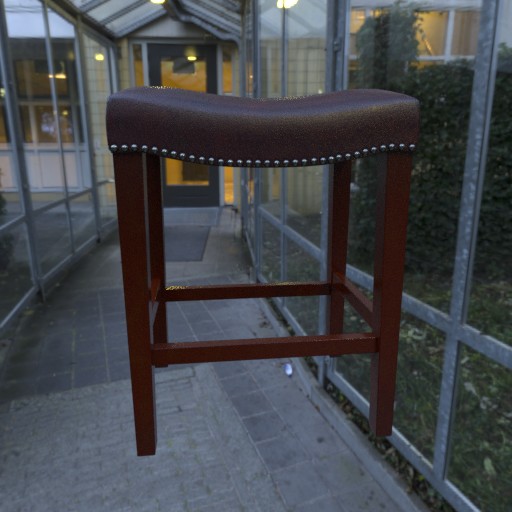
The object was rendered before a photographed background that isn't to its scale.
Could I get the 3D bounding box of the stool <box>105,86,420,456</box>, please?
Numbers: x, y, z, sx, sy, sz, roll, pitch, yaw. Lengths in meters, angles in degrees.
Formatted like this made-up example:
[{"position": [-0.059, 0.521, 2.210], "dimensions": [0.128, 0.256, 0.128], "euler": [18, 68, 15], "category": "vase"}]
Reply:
[{"position": [0.000, 0.000, 0.935], "dimensions": [0.504, 0.657, 0.372], "euler": [-2, 15, -7], "category": "stool"}]
